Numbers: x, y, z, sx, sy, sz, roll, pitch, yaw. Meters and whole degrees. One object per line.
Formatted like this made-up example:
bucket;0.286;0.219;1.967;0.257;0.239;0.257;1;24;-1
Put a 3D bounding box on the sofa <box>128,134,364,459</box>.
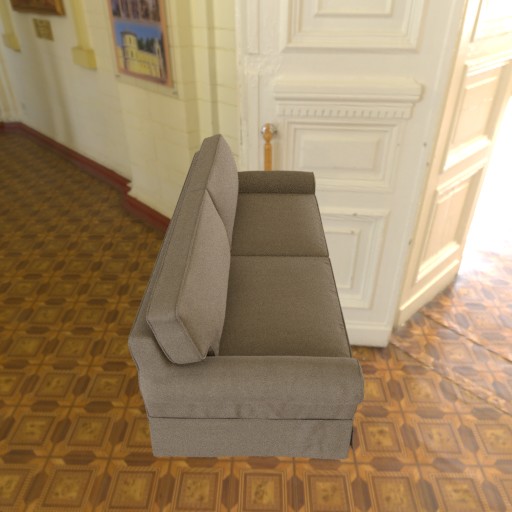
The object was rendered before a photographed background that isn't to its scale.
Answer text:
sofa;0.000;0.000;2.777;0.991;0.943;2.248;0;33;1
